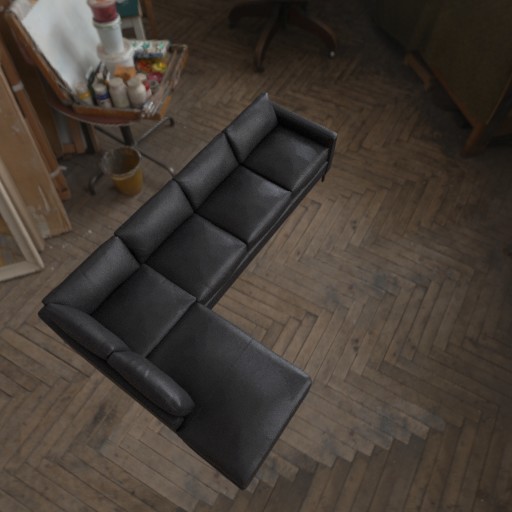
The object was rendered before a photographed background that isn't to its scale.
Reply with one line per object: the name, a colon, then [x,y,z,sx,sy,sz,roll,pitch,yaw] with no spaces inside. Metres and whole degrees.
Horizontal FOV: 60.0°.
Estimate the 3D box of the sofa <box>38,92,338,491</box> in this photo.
sofa: [0.000,0.000,3.787,1.938,0.877,2.984,31,64,17]
